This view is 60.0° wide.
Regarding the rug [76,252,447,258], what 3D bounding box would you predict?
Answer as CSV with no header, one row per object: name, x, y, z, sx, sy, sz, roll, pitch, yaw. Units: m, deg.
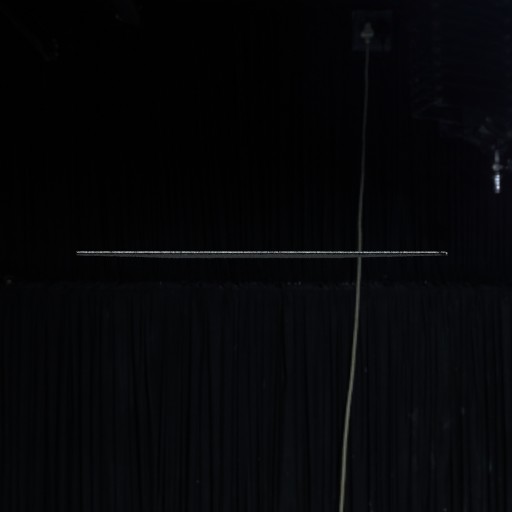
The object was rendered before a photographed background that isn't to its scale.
rug,0.000,0.000,3.038,1.530,0.012,2.444,0,0,-1
